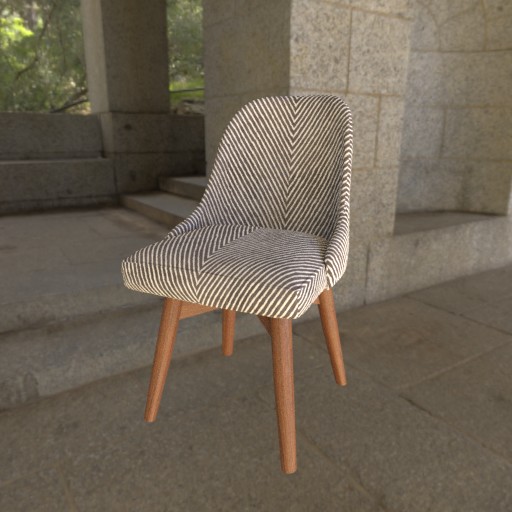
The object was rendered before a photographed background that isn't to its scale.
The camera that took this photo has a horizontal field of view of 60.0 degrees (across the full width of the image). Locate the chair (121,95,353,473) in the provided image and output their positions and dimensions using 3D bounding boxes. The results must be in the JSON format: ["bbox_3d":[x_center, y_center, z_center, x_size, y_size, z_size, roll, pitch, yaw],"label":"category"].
[{"bbox_3d":[0.000,0.000,1.244,0.504,0.883,0.591,8,18,26],"label":"chair"}]
